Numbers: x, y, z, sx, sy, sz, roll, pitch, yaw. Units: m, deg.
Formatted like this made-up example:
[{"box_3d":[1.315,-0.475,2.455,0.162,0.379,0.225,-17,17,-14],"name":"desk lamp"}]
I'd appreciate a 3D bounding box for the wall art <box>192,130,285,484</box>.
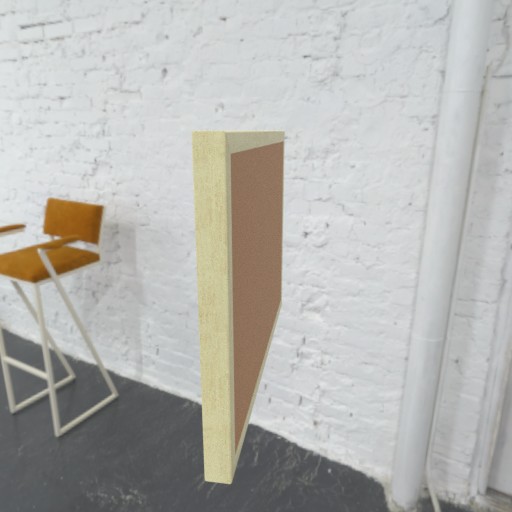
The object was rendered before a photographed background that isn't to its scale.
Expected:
[{"box_3d":[0.000,0.000,0.699,0.032,0.381,0.533,3,16,9],"name":"wall art"}]
